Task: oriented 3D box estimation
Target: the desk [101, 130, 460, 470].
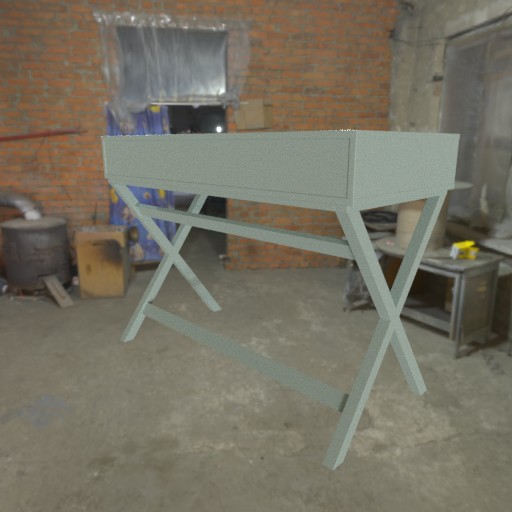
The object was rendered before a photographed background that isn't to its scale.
[{"bbox_3d":[0.000,0.000,1.484,0.509,0.780,1.059,-14,20,-43],"label":"desk"}]
